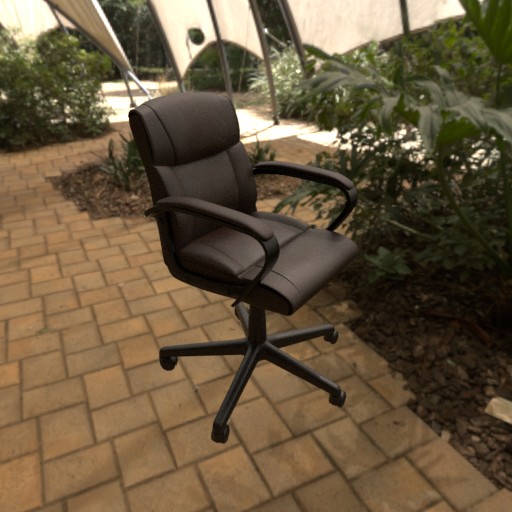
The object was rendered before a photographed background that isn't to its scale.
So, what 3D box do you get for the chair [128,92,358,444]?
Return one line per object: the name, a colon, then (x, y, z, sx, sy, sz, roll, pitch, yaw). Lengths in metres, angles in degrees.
chair: (0.000, 0.000, 1.508, 0.717, 1.004, 0.739, 17, 31, 31)
